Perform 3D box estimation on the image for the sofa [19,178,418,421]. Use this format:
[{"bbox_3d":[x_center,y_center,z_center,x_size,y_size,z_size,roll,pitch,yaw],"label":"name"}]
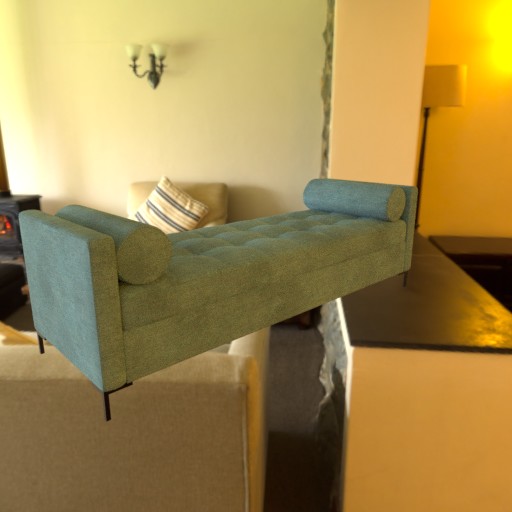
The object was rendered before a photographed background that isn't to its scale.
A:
[{"bbox_3d":[0.000,0.000,2.263,1.981,0.635,0.686,-14,21,-41],"label":"sofa"}]
